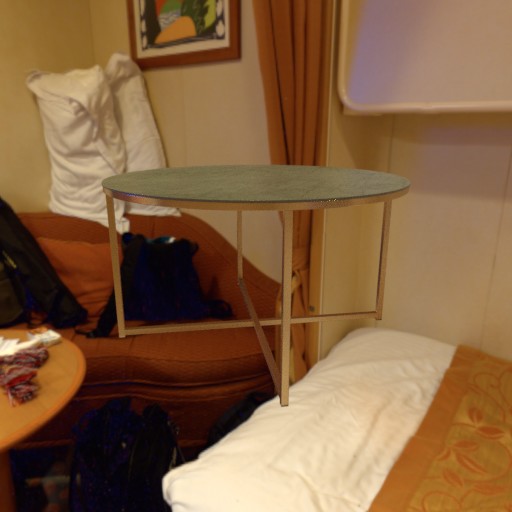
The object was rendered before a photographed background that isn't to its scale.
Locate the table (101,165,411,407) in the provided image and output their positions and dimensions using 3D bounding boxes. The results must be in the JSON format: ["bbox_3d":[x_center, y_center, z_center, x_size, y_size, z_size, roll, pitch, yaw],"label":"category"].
[{"bbox_3d":[0.000,0.000,1.273,0.800,0.450,0.800,0,16,0],"label":"table"}]
